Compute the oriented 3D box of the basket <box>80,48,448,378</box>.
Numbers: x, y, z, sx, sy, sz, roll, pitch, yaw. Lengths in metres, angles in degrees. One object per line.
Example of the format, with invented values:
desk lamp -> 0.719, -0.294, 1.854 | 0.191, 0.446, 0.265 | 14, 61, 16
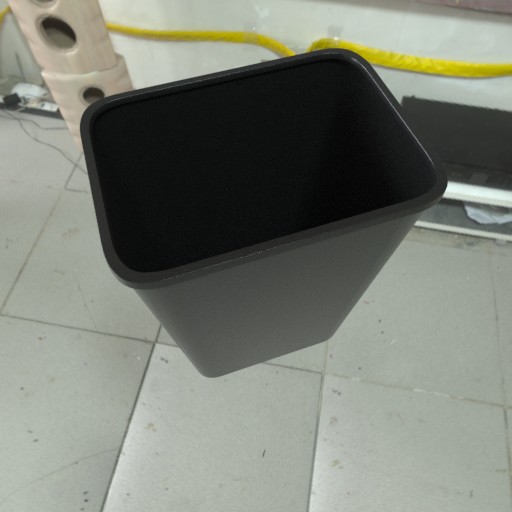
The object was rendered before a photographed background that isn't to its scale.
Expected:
basket -> 0.000, 0.000, 0.750 | 0.394, 0.521, 0.287 | -16, 61, -9
